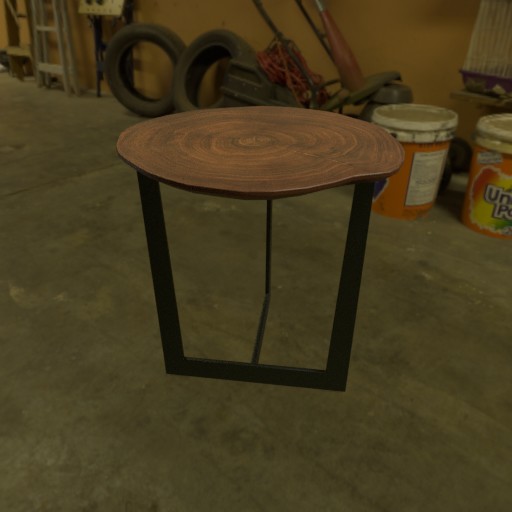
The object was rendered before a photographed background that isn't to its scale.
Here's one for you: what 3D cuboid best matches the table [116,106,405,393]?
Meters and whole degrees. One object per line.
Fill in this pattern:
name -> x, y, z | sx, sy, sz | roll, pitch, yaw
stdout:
table -> 0.000, 0.000, 0.884 | 0.477, 0.476, 0.494 | -1, 30, -2
